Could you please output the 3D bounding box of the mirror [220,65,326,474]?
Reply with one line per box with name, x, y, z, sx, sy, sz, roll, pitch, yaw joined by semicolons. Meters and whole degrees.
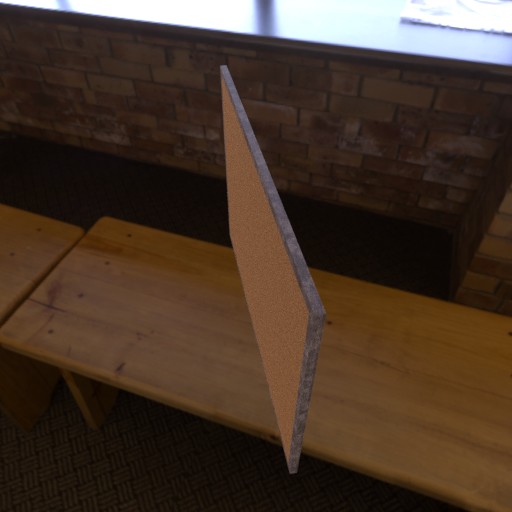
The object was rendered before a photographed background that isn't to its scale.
mirror;0.000;0.000;1.447;0.022;0.795;1.101;-9;46;-8
